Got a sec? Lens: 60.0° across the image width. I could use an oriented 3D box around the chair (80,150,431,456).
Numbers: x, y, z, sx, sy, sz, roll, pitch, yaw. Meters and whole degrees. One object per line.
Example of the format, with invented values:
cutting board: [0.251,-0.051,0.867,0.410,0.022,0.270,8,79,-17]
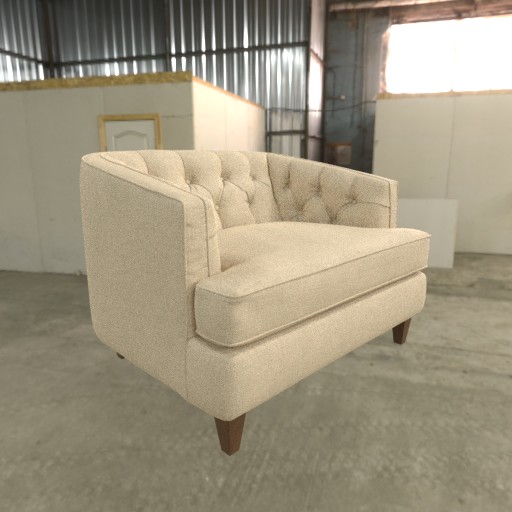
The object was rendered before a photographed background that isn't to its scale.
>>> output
chair: [0.000,0.000,1.689,0.914,0.787,1.118,13,18,43]
